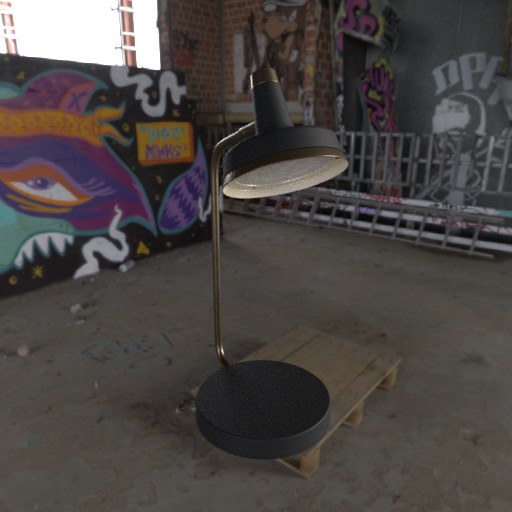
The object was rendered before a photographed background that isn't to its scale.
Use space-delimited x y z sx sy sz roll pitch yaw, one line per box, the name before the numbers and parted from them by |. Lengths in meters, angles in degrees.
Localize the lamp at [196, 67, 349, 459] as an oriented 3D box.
lamp | 0.000 0.000 0.493 0.162 0.385 0.218 -10 20 -29
